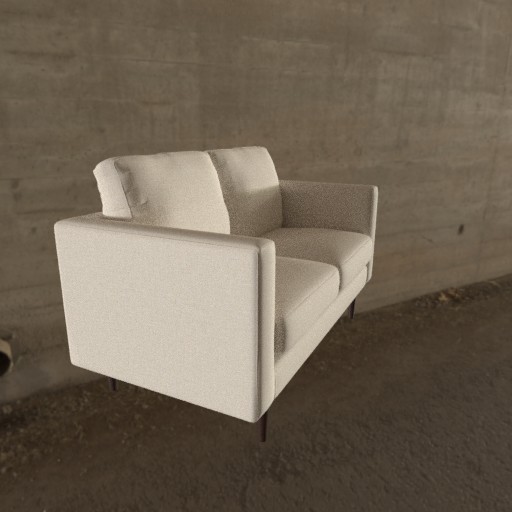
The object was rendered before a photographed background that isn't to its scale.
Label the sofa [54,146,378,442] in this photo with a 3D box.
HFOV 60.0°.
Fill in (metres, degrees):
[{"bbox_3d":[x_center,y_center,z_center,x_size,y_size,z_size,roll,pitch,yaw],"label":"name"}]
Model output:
[{"bbox_3d":[0.000,0.000,1.958,0.796,0.908,1.430,8,18,26],"label":"sofa"}]
